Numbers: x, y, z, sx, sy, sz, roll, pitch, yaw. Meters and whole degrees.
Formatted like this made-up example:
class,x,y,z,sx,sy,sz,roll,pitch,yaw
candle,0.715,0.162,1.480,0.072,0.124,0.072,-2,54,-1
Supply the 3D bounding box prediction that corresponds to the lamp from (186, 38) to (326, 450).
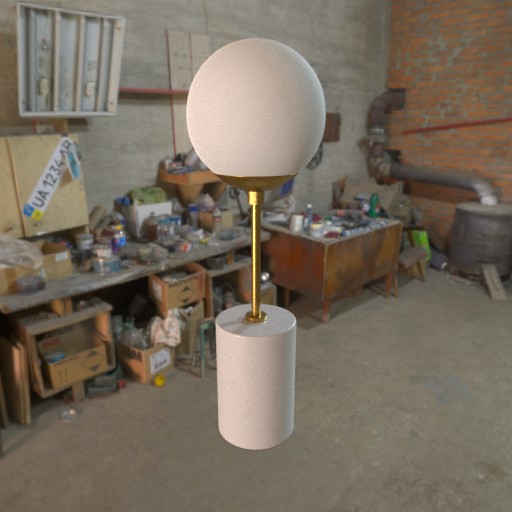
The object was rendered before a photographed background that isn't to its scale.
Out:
class,x,y,z,sx,sy,sz,roll,pitch,yaw
lamp,0.000,0.000,0.539,0.153,0.480,0.153,0,16,0
